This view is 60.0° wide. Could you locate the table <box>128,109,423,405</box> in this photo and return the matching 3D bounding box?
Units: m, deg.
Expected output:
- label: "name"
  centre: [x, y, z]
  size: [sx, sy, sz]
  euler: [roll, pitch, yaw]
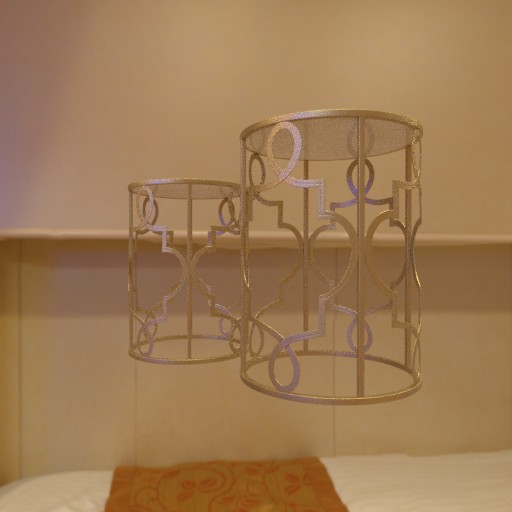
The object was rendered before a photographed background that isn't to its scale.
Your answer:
- label: "table"
  centre: [0.000, 0.000, 1.180]
  size: [0.846, 0.564, 0.420]
  euler: [0, 1, 36]
